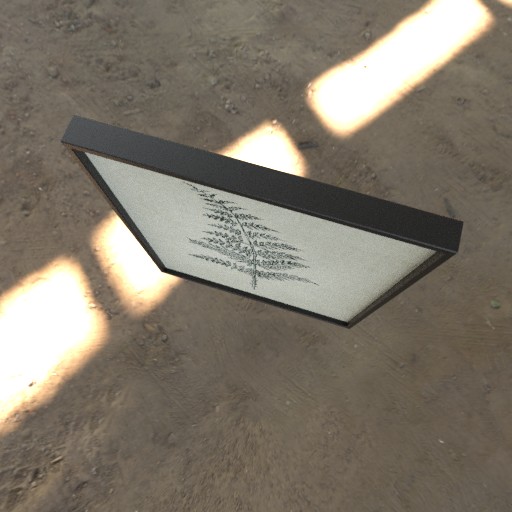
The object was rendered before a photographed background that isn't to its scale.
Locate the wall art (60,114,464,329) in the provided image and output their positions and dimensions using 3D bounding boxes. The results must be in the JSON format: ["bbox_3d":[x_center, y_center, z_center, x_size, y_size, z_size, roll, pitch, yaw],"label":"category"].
[{"bbox_3d":[0.000,0.000,0.749,0.449,0.555,0.039,16,73,5],"label":"wall art"}]
